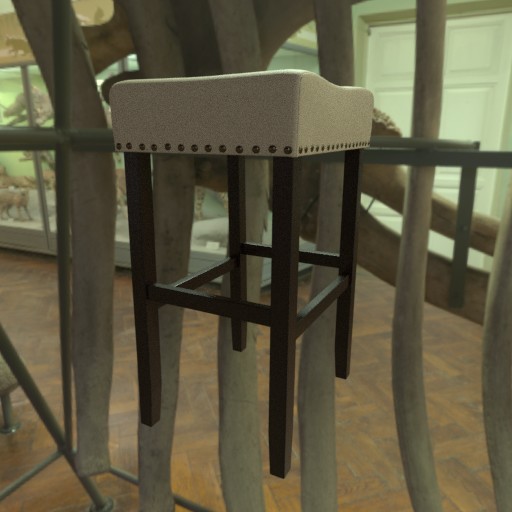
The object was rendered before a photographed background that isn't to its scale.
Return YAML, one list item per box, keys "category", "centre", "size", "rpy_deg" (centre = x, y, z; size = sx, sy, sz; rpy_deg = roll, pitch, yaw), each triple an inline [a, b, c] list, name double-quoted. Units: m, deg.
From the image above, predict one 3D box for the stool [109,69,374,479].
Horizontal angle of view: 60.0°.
- category: "stool"
  centre: [0.000, 0.000, 1.050]
  size: [0.401, 0.762, 0.471]
  rpy_deg: [8, 18, 27]
